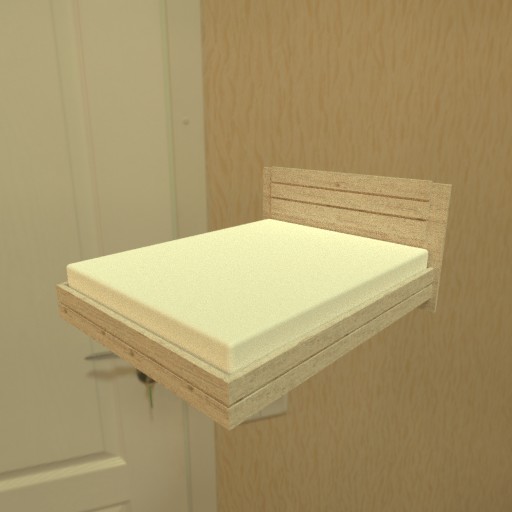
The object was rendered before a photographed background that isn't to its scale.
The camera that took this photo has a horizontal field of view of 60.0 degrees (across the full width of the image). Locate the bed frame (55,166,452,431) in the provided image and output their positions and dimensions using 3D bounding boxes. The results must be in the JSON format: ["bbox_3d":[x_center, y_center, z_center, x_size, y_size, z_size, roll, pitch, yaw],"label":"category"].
[{"bbox_3d":[0.000,0.000,3.049,1.750,0.970,2.080,15,23,41],"label":"bed frame"}]
